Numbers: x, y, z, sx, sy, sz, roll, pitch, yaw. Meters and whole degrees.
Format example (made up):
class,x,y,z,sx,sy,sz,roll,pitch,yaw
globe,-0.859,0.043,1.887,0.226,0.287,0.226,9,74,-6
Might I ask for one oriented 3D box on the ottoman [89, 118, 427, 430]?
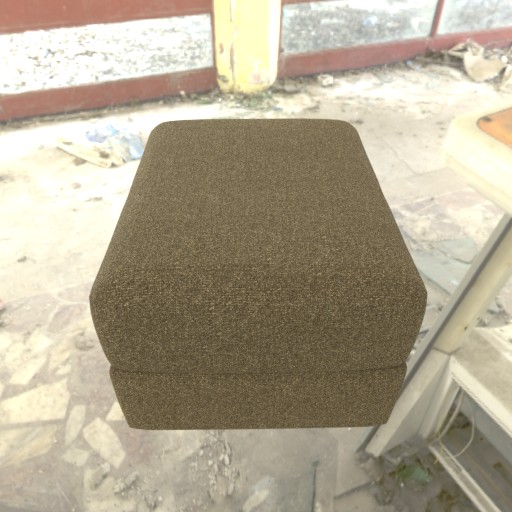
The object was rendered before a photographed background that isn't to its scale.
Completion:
class,x,y,z,sx,sy,sz,roll,pitch,yaw
ottoman,0.000,0.000,1.123,0.598,0.476,0.742,-1,41,-1
